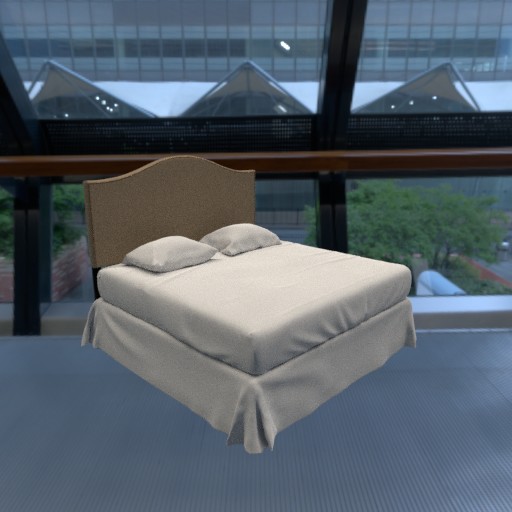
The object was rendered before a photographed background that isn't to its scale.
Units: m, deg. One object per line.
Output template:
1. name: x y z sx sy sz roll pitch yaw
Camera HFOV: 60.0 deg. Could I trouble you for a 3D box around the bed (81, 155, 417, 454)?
1. bed: 0.000 0.000 3.835 2.222 1.651 2.311 14 20 43
